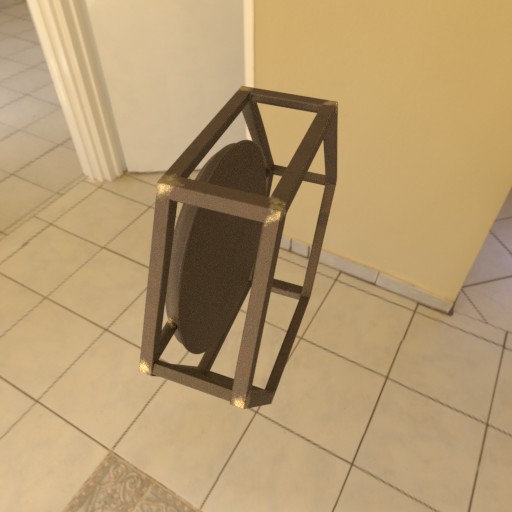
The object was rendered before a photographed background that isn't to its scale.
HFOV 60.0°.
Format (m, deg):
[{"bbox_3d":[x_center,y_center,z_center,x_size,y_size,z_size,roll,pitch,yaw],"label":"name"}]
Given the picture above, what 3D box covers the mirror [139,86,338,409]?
[{"bbox_3d":[0.000,0.000,0.551,0.119,0.334,0.380,15,47,14],"label":"mirror"}]
